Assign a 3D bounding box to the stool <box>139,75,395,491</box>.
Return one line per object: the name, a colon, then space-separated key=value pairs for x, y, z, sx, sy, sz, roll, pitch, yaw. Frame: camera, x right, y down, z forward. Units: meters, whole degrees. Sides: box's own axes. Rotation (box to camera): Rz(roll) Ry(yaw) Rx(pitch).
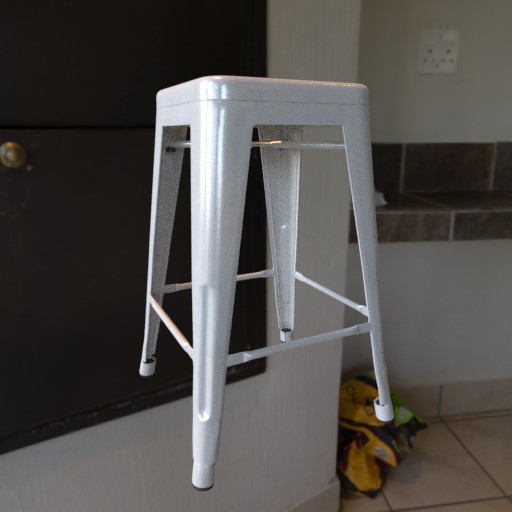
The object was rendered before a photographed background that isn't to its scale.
stool: x=0.000 y=0.000 z=0.856 sx=0.406 sy=0.610 sz=0.406 roll=-8 pitch=17 yaw=-26
